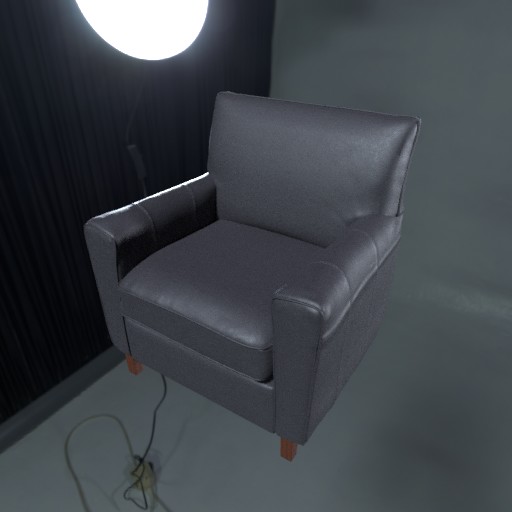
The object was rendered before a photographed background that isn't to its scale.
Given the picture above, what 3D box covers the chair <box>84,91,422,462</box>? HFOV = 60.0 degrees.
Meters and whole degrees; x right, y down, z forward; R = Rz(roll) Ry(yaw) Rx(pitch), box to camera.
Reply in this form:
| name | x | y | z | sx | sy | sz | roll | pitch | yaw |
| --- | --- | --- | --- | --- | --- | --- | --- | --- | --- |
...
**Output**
| name | x | y | z | sx | sy | sz | roll | pitch | yaw |
| --- | --- | --- | --- | --- | --- | --- | --- | --- | --- |
| chair | 0.000 | 0.000 | 1.592 | 0.870 | 0.943 | 0.825 | 18 | 35 | 28 |
